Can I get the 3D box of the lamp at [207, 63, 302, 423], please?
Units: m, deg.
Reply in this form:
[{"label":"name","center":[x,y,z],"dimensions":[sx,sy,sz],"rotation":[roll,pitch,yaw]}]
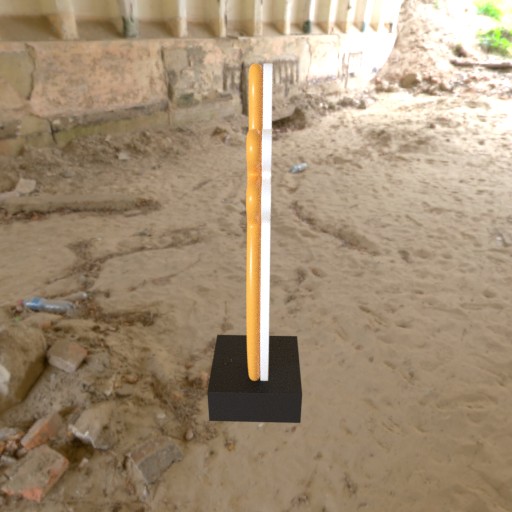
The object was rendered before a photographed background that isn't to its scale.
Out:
[{"label":"lamp","center":[0.000,0.000,0.396],"dimensions":[0.088,0.317,0.167],"rotation":[1,27,1]}]
